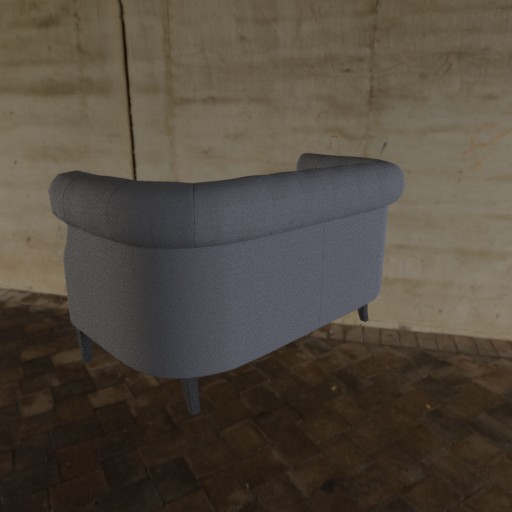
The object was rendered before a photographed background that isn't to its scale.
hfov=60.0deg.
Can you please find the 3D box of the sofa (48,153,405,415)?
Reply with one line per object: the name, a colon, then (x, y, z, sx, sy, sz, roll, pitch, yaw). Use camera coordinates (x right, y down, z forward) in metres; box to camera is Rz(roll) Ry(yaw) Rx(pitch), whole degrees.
sofa: (0.000, 0.000, 2.007, 1.558, 0.827, 0.835, -16, 23, -42)
